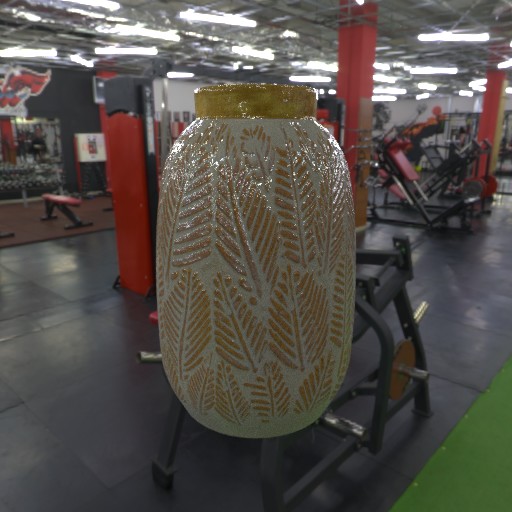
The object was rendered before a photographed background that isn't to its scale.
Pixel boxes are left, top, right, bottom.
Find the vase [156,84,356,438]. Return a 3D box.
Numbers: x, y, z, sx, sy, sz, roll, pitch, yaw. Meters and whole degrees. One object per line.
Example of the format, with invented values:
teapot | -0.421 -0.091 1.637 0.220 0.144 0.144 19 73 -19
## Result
vase | 0.000 0.000 0.384 0.172 0.270 0.172 0 15 0
